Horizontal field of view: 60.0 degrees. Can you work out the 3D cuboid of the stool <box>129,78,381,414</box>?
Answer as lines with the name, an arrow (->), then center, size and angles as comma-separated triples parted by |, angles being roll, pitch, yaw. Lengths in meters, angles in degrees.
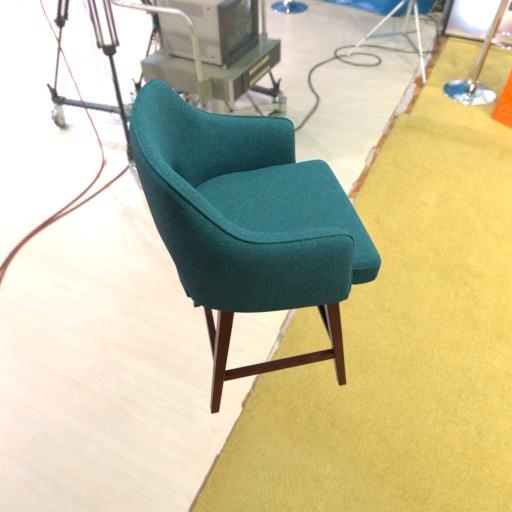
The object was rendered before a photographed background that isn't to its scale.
stool -> 0.000, 0.000, 1.313 | 0.556, 0.961, 0.548 | -10, 48, -9
